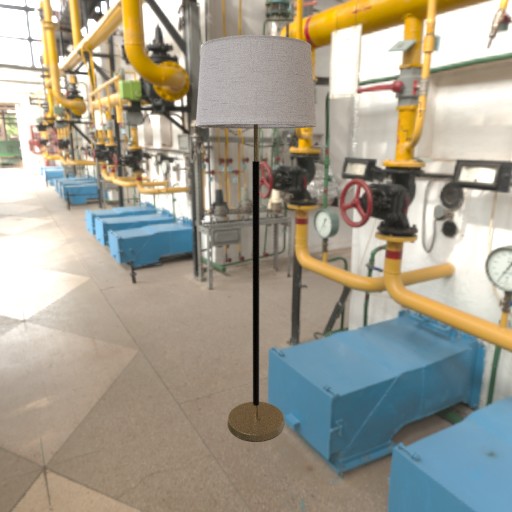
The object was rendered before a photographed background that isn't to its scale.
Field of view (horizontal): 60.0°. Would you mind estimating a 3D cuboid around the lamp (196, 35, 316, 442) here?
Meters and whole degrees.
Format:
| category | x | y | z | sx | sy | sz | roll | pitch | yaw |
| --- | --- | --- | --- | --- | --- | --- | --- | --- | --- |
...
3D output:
| category | x | y | z | sx | sy | sz | roll | pitch | yaw |
| --- | --- | --- | --- | --- | --- | --- | --- | --- | --- |
| lamp | 0.000 | 0.000 | 1.673 | 0.420 | 1.447 | 0.420 | 0 | 14 | 0 |
